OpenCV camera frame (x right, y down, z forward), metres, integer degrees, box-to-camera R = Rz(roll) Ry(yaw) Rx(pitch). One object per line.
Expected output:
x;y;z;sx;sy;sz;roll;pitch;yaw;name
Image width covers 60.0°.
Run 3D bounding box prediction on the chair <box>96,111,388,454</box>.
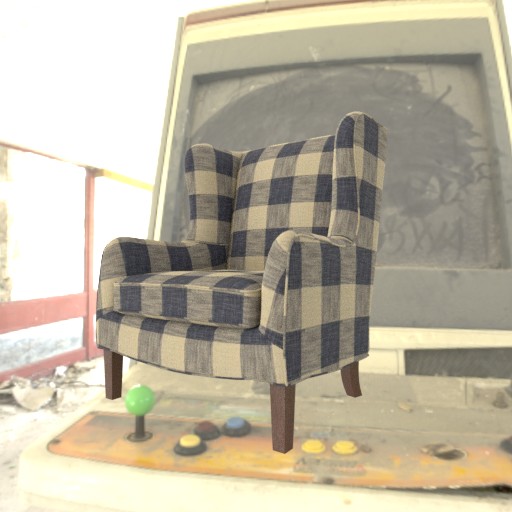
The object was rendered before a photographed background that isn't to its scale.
0.000;0.000;1.717;0.830;1.041;0.889;0;0;36;chair
